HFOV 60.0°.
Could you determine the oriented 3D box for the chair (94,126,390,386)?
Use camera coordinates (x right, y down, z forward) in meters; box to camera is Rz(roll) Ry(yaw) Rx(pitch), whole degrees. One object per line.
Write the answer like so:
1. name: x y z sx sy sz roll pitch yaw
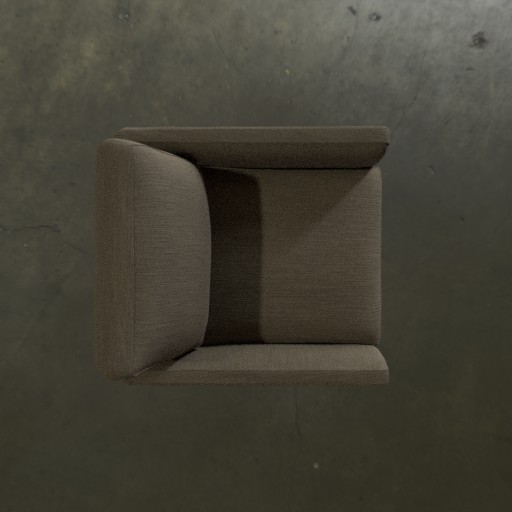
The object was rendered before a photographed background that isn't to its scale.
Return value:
1. chair: 0.000 0.000 1.465 0.834 0.811 0.763 0 91 0
